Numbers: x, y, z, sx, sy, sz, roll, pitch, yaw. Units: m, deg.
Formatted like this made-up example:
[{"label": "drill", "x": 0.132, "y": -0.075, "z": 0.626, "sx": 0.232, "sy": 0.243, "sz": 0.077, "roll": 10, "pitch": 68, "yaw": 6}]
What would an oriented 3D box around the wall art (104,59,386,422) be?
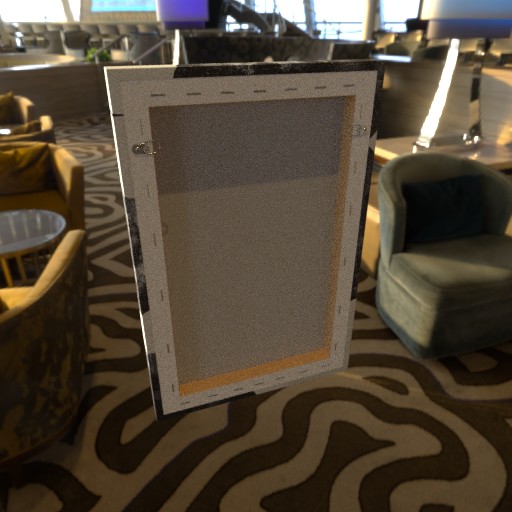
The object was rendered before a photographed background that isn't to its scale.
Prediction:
[{"label": "wall art", "x": 0.000, "y": 0.000, "z": 0.763, "sx": 0.407, "sy": 0.610, "sz": 0.039, "roll": -10, "pitch": 29, "yaw": -18}]
